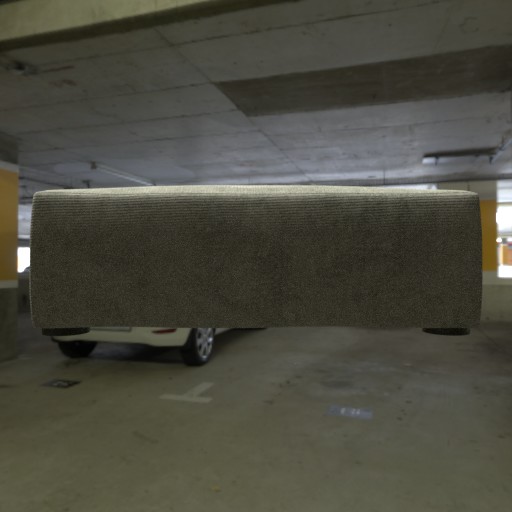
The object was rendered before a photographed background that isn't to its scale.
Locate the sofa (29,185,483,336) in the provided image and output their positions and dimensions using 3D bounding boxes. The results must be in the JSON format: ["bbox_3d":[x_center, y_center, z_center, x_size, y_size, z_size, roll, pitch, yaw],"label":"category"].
[{"bbox_3d":[0.000,0.000,1.125,0.930,0.330,0.480,0,-1,0],"label":"sofa"}]
